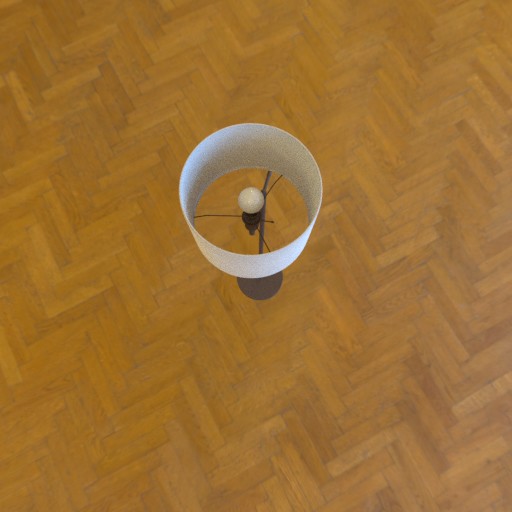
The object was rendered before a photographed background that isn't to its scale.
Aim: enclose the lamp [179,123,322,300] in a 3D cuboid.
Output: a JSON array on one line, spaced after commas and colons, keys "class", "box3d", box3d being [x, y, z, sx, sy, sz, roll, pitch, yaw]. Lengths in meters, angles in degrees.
[{"class": "lamp", "box3d": [0.000, 0.000, 1.781, 0.324, 1.600, 0.416, 15, 76, 4]}]
